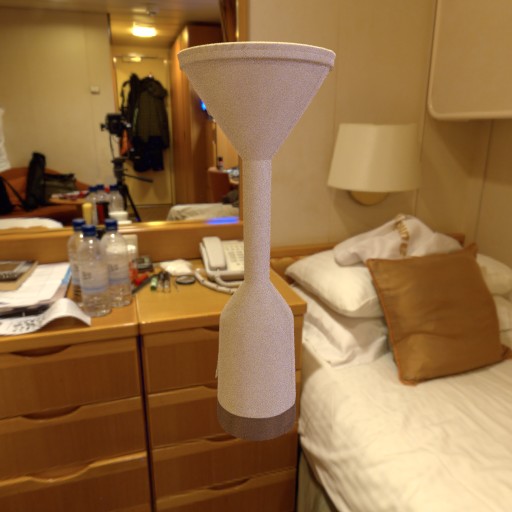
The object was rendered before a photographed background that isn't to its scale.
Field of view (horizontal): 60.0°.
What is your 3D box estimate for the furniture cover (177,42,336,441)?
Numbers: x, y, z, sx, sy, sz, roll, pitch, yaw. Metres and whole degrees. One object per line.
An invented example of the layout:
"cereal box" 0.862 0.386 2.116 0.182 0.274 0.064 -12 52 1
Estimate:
"furniture cover" 0.000 0.000 2.900 0.914 2.413 0.914 8 18 25
